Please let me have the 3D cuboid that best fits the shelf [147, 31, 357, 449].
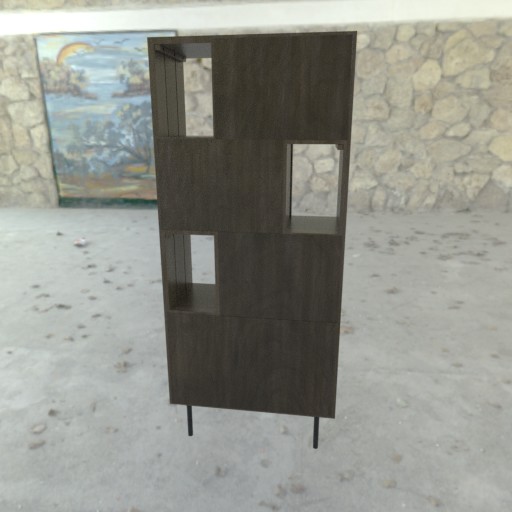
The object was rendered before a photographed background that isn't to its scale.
[{"bbox_3d":[0.000,0.000,1.761,0.670,1.545,0.323,2,16,8],"label":"shelf"}]
